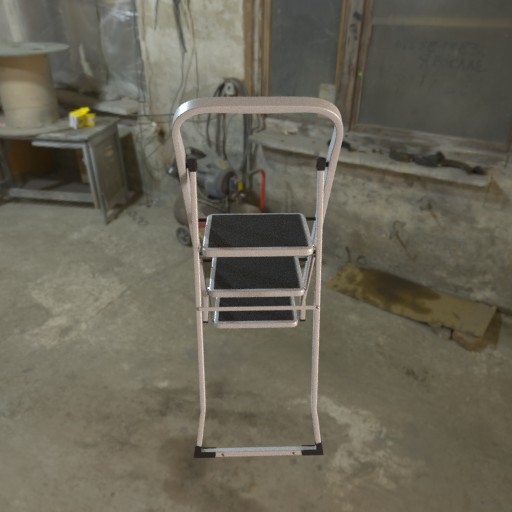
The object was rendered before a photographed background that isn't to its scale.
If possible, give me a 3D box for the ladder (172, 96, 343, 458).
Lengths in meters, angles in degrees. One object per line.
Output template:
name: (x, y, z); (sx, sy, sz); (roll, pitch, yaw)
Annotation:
ladder: (0.000, 0.000, 1.431); (0.460, 1.050, 0.711); (-1, 30, -1)
